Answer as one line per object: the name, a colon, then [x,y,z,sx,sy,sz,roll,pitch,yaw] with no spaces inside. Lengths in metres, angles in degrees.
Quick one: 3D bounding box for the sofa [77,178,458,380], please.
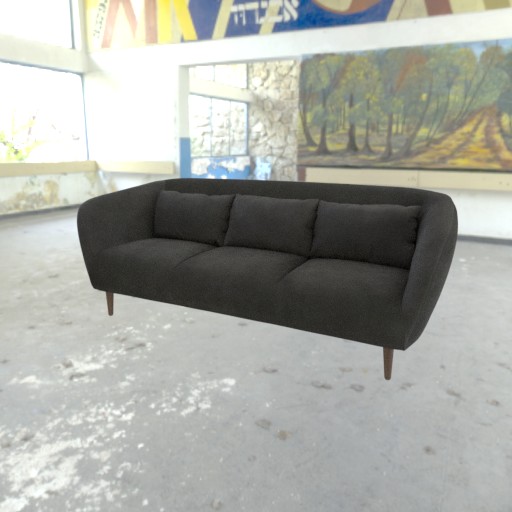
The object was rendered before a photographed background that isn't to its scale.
sofa: [0.000,0.000,2.795,2.296,0.875,0.956,7,16,26]
